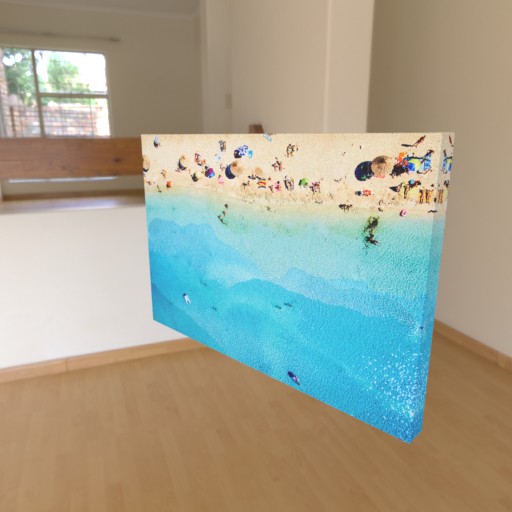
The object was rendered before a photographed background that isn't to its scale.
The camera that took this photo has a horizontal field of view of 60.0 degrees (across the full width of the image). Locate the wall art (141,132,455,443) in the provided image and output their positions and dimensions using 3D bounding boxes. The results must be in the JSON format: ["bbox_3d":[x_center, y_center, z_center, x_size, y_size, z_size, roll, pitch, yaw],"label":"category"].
[{"bbox_3d":[0.000,0.000,1.118,0.894,0.595,0.057,14,20,42],"label":"wall art"}]
